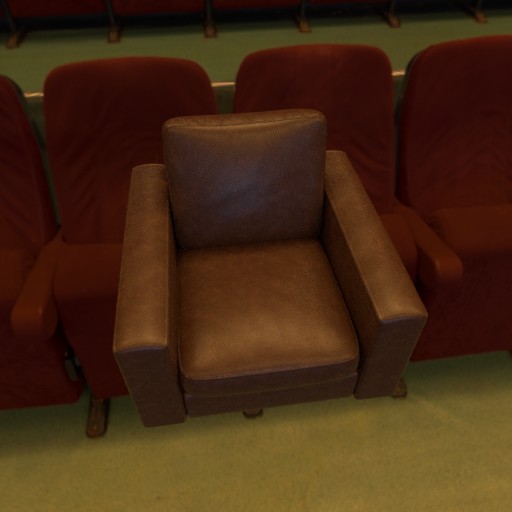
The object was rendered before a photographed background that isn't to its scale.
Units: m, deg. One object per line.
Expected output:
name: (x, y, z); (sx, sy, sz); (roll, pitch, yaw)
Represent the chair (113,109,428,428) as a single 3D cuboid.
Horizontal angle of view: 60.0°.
chair: (0.000, 0.000, 1.779); (1.005, 0.873, 1.016); (-6, 45, -6)
